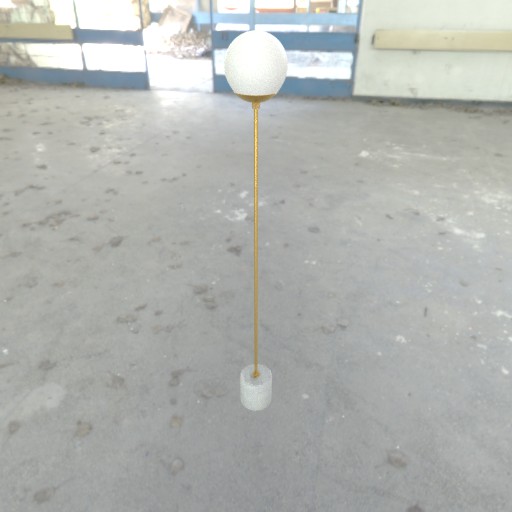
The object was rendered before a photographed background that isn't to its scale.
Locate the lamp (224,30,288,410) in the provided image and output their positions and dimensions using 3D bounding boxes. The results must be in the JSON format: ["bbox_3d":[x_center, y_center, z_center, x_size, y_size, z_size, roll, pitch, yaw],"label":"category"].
[{"bbox_3d":[0.000,0.000,1.929,0.224,1.753,0.224,8,31,13],"label":"lamp"}]
